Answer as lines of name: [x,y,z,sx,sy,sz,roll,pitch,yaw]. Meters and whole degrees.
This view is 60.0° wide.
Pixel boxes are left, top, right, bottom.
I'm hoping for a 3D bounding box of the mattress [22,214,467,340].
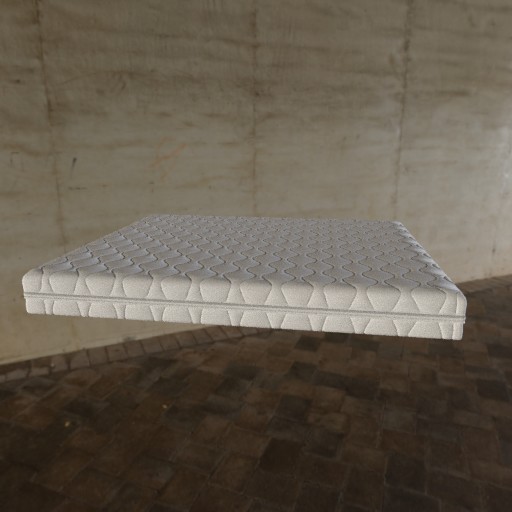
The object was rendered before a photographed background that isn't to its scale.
mattress: [0.000,0.000,2.626,1.900,0.200,1.600,2,15,8]
